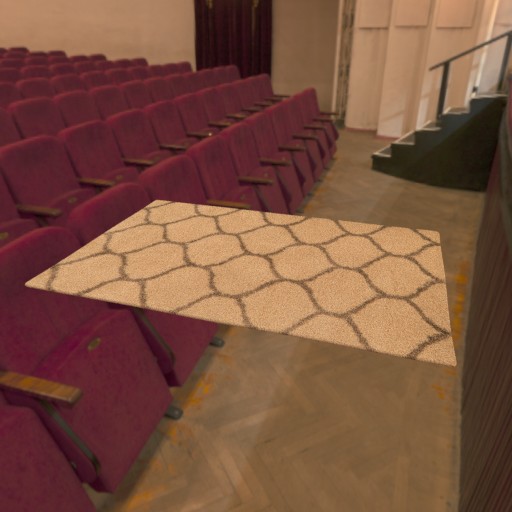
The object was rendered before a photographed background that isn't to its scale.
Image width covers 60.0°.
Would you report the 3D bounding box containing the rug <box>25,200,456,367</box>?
[{"bbox_3d":[0.000,0.000,3.374,2.701,0.026,1.801,8,27,16],"label":"rug"}]
